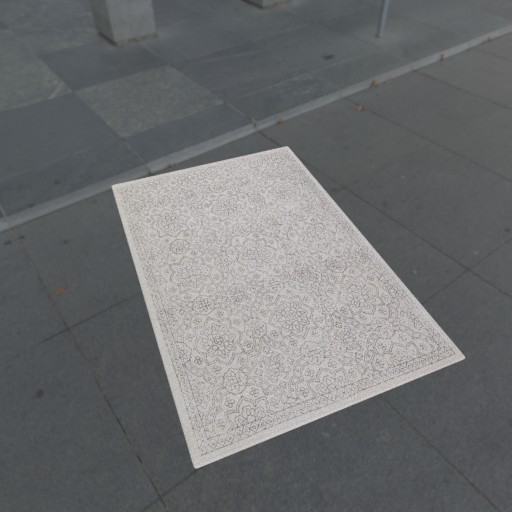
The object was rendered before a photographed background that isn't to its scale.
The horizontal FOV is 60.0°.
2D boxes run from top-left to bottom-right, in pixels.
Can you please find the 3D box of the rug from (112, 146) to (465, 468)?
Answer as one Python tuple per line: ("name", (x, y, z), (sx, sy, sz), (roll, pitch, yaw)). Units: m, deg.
("rug", (0.000, 0.000, 2.937), (1.524, 0.011, 2.286), (-16, 48, -15))
